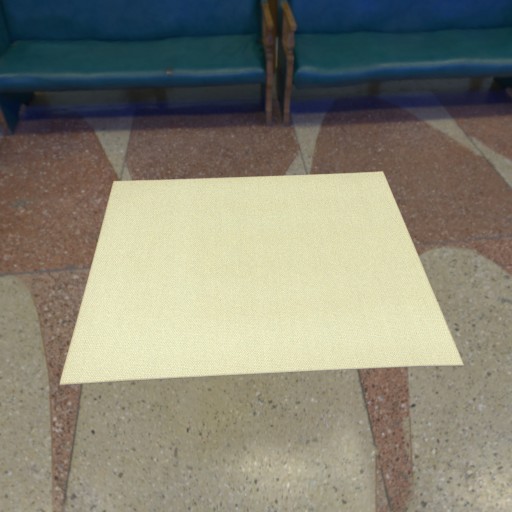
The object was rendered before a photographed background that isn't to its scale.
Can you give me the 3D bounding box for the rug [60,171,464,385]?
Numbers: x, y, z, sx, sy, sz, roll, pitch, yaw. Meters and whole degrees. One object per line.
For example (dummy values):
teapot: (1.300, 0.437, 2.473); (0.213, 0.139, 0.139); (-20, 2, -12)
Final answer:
rug: (0.000, 0.000, 4.149); (3.039, 0.018, 2.462); (-2, 47, -2)
